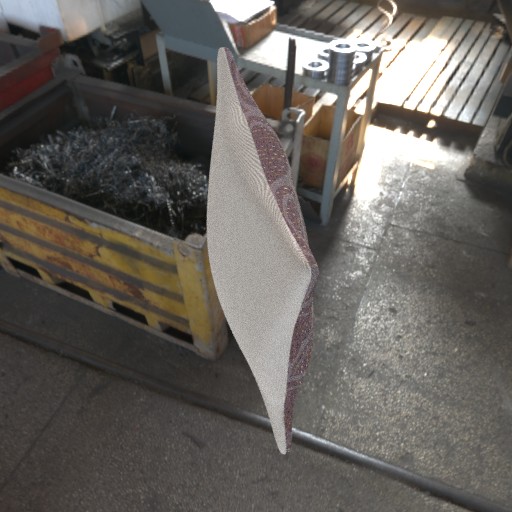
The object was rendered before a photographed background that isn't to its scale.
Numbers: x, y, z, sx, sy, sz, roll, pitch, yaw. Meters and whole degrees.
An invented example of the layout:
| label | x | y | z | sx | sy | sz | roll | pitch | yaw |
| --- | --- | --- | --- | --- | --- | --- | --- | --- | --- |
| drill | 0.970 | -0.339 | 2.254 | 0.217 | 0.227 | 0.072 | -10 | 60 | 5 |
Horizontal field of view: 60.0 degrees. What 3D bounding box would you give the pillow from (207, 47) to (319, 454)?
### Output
| label | x | y | z | sx | sy | sz | roll | pitch | yaw |
| --- | --- | --- | --- | --- | --- | --- | --- | --- | --- |
| pillow | 0.000 | 0.000 | 0.776 | 0.163 | 0.513 | 0.514 | -9 | 48 | -8 |
